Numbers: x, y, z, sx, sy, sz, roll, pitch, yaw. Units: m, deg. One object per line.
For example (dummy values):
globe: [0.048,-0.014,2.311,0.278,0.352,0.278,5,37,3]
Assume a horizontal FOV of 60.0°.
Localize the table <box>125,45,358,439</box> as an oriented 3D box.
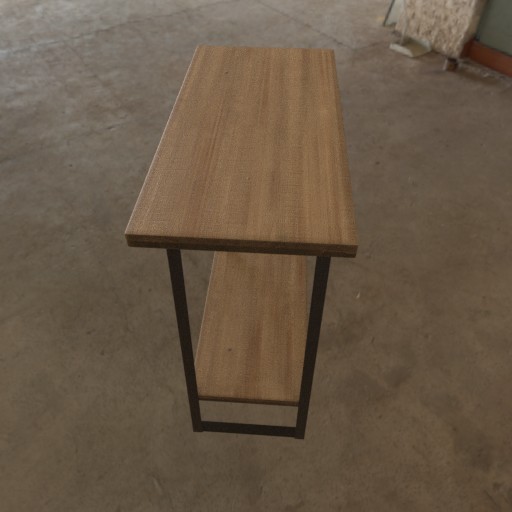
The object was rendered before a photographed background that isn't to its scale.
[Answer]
table: [0.000,0.000,1.023,0.300,0.701,0.599,3,47,3]
